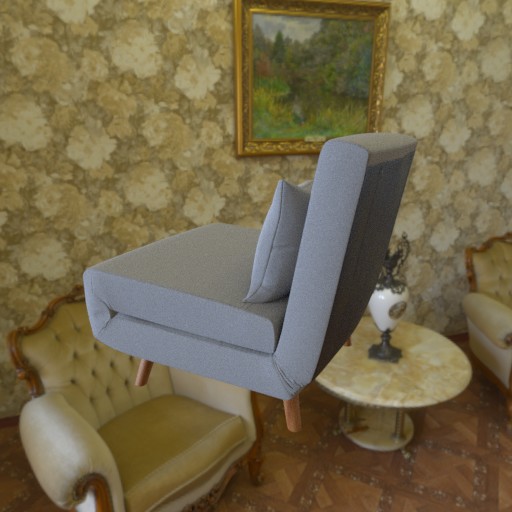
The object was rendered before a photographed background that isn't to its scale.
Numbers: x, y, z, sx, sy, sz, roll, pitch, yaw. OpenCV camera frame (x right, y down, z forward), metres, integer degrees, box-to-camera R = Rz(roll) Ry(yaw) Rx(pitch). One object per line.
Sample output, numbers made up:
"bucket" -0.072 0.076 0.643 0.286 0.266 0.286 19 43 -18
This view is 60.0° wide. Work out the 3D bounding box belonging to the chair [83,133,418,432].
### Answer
"chair" 0.000 0.000 1.502 0.902 0.808 0.770 8 18 25
